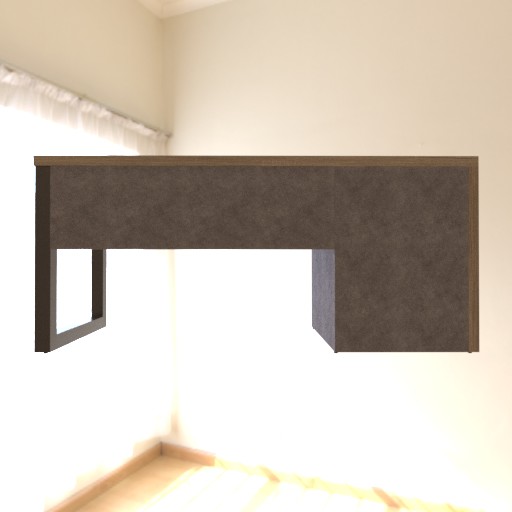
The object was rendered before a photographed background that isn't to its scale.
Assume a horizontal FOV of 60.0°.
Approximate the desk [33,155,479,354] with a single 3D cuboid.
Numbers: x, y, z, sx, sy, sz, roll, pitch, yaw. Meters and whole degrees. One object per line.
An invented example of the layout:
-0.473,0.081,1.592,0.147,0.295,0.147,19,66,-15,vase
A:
0.000,0.000,2.033,1.700,0.760,0.690,0,0,0,desk
